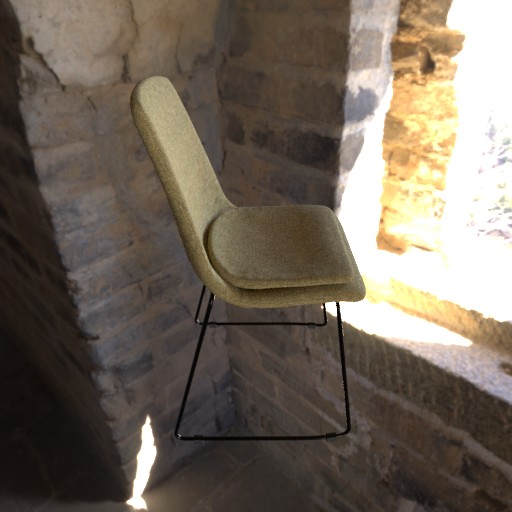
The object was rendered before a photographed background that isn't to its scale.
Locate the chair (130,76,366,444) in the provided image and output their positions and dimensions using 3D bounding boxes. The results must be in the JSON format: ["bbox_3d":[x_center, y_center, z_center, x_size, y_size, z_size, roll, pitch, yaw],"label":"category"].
[{"bbox_3d":[0.000,0.000,1.137,0.496,0.849,0.479,0,31,0],"label":"chair"}]
